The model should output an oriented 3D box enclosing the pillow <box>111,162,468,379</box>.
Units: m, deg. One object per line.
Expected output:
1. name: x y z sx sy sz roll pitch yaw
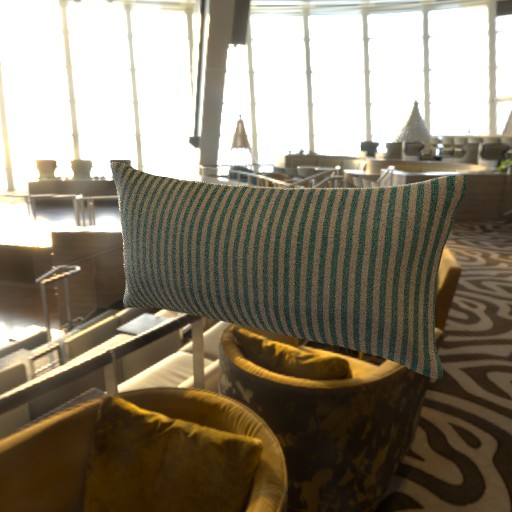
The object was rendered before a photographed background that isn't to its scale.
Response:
1. pillow: 0.000 0.000 0.746 0.617 0.295 0.151 8 17 26
